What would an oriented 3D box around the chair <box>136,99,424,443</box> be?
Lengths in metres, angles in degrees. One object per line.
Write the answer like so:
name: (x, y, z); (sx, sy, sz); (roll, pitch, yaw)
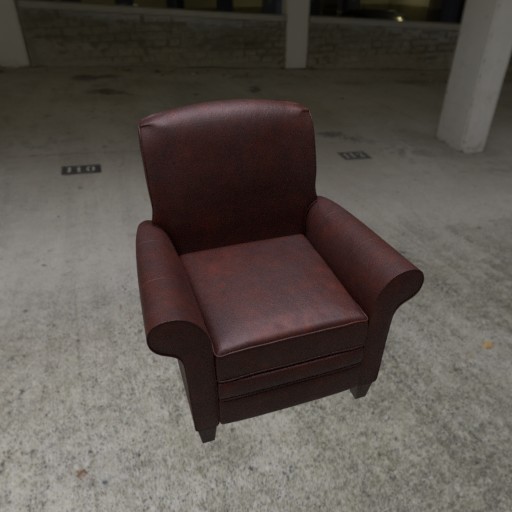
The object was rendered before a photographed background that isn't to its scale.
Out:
chair: (0.000, 0.000, 1.828); (0.978, 1.061, 0.902); (-10, 34, -15)
